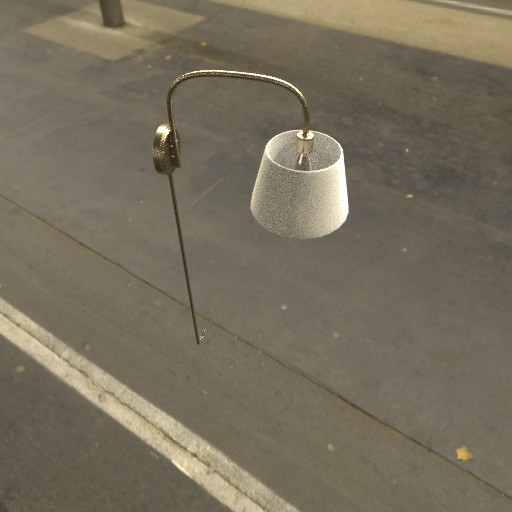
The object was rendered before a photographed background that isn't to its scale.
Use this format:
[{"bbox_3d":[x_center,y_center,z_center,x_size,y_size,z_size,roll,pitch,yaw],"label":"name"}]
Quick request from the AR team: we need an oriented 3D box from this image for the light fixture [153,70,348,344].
[{"bbox_3d":[0.000,0.000,0.482,0.176,0.399,0.092,9,46,9],"label":"light fixture"}]
